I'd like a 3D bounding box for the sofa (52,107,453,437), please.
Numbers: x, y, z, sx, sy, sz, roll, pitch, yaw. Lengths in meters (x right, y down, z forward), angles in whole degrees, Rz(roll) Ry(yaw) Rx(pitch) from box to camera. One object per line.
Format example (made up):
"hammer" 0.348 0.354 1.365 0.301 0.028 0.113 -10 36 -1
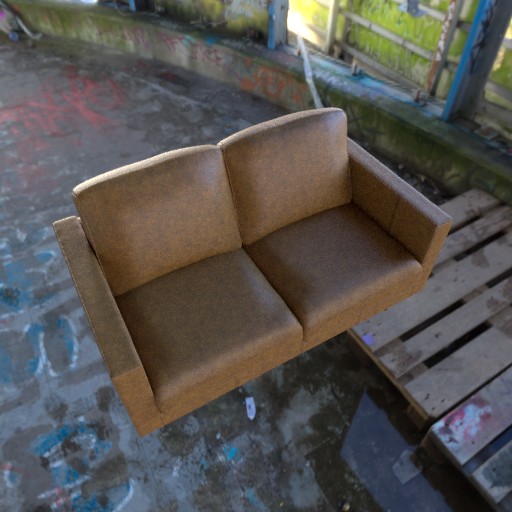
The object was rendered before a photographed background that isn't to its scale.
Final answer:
"sofa" 0.000 0.000 2.119 1.578 0.951 0.909 -23 51 -20
